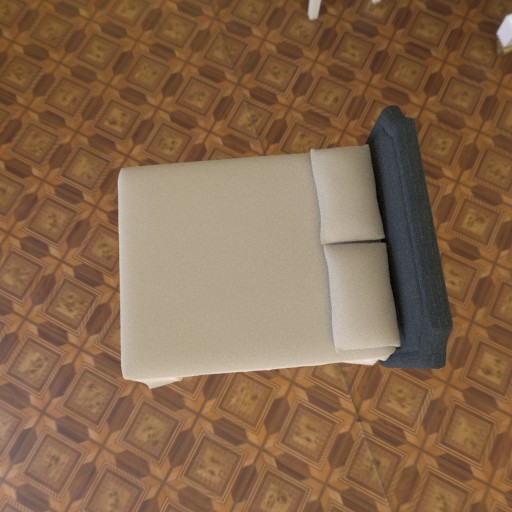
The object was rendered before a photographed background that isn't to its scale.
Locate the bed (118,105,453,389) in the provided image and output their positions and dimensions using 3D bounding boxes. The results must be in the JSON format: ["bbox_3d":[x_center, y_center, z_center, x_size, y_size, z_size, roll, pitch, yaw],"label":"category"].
[{"bbox_3d":[0.000,0.000,3.321,2.208,1.297,1.828,-5,77,-1],"label":"bed"}]
